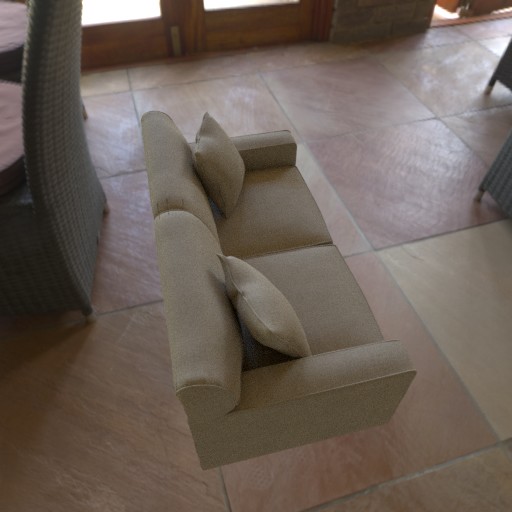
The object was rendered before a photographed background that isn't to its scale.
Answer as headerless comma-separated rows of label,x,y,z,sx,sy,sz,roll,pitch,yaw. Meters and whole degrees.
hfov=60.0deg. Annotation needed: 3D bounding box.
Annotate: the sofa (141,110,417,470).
sofa,0.000,0.000,2.448,0.998,0.958,1.846,-10,49,-9
